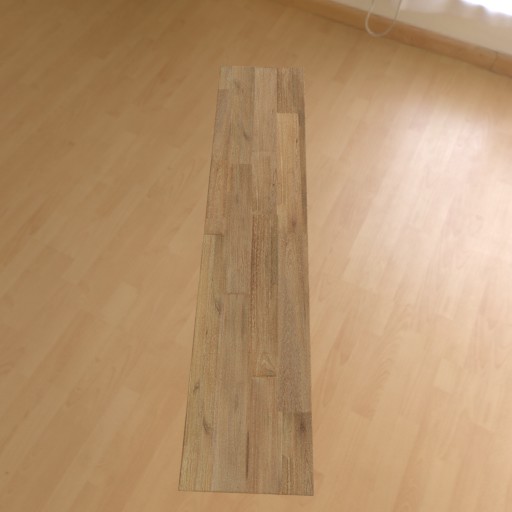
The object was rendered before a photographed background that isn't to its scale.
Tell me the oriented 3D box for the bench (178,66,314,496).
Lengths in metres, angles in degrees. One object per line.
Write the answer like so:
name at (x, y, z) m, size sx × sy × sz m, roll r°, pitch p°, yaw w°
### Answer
bench at (0.000, 0.000, 1.807) m, size 0.378 × 0.431 × 1.698 m, roll 2°, pitch 63°, yaw 1°
